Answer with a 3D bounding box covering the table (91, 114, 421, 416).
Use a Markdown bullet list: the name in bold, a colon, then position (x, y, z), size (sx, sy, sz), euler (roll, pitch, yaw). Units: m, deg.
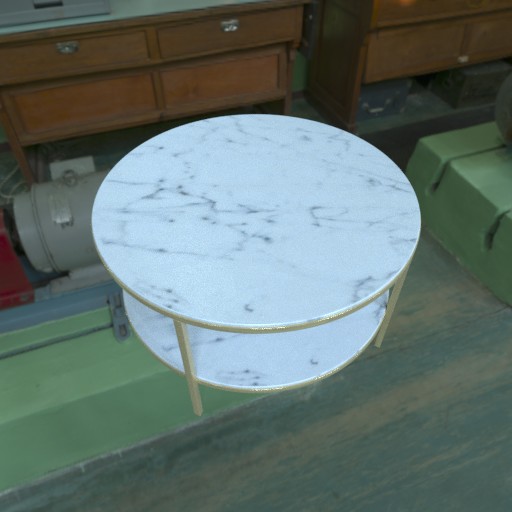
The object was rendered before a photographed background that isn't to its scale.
- **table**: position (0.000, 0.000, 1.266), size (0.800, 0.450, 0.800), euler (0, 46, 0)
